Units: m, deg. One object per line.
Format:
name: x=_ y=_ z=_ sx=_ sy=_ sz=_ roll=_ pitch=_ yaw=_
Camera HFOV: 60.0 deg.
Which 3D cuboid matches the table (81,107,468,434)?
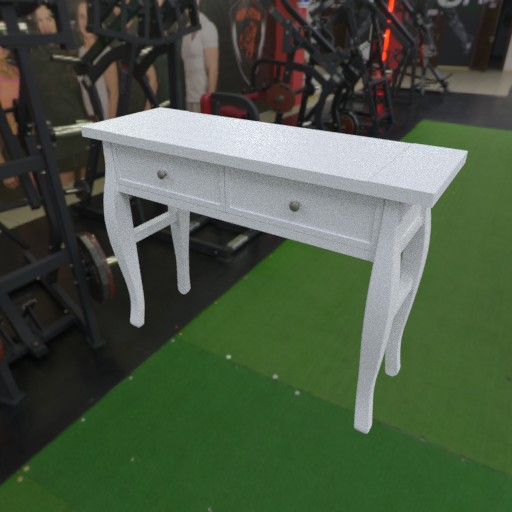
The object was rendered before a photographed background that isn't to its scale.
table: x=0.000 y=0.000 z=1.441 sx=1.062 sy=0.768 sz=0.373 roll=17 pitch=34 yaw=28
